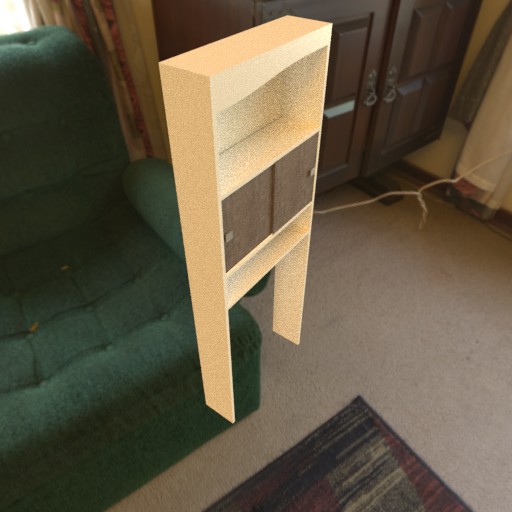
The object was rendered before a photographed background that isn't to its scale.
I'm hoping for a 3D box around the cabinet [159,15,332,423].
[{"bbox_3d":[0.000,0.000,1.955,0.192,1.770,0.643,26,48,27],"label":"cabinet"}]
